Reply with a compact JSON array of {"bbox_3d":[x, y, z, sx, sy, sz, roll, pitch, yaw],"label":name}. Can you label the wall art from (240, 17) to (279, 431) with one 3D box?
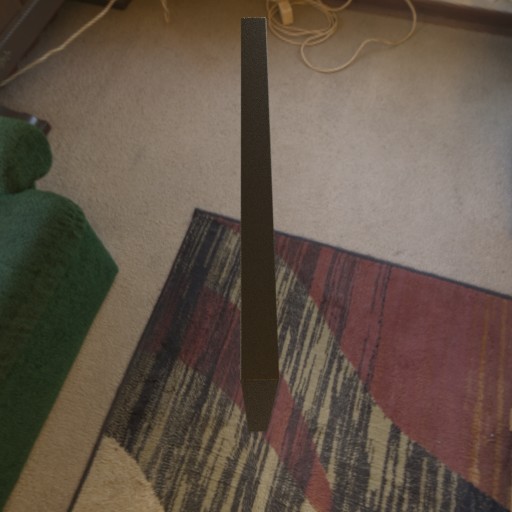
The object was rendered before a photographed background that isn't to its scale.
[{"bbox_3d":[0.000,0.000,0.745,0.036,0.508,0.508,-1,63,0],"label":"wall art"}]
